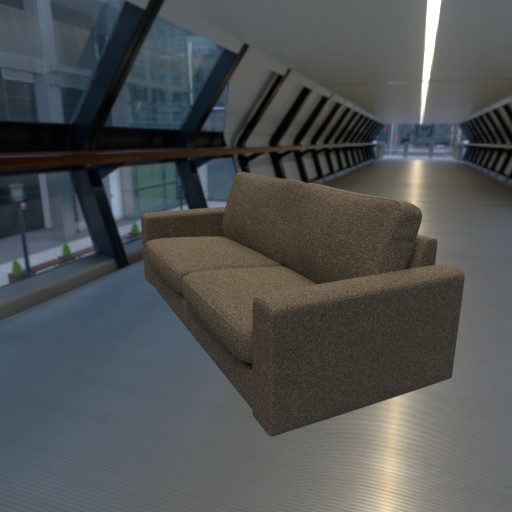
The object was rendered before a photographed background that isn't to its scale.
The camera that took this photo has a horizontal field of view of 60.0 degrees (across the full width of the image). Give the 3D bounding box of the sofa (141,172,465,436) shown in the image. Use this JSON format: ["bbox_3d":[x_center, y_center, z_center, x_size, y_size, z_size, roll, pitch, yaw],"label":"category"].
[{"bbox_3d":[0.000,0.000,2.720,1.016,0.873,2.179,-7,17,-25],"label":"sofa"}]
